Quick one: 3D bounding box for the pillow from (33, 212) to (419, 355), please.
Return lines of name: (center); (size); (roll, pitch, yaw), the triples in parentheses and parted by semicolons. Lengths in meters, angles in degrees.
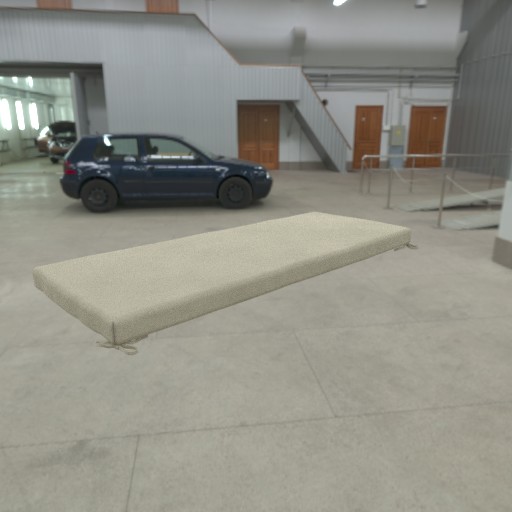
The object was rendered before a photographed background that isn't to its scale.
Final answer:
pillow: (0.000, 0.000, 1.358); (1.187, 0.081, 0.492); (-15, 22, -41)
